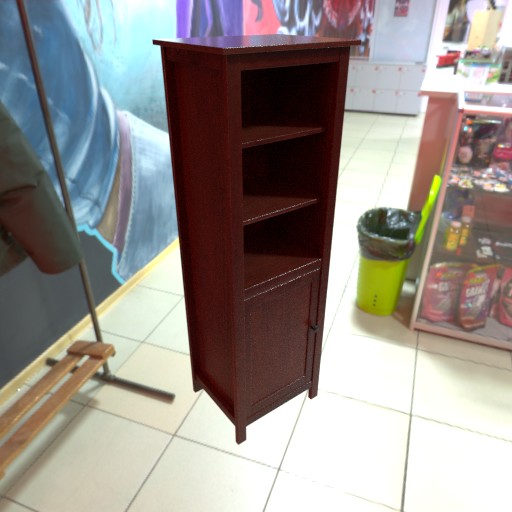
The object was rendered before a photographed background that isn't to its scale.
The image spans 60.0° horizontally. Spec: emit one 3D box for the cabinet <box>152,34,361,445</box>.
[{"bbox_3d":[0.000,0.000,1.726,0.500,1.518,0.401,-20,35,-31],"label":"cabinet"}]
